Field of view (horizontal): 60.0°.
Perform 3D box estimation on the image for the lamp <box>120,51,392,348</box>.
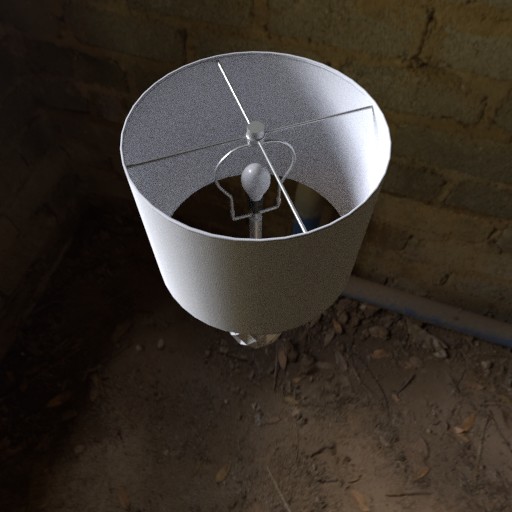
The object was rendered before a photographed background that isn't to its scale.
[{"bbox_3d":[0.000,0.000,0.706,0.297,0.522,0.297,0,57,0],"label":"lamp"}]
